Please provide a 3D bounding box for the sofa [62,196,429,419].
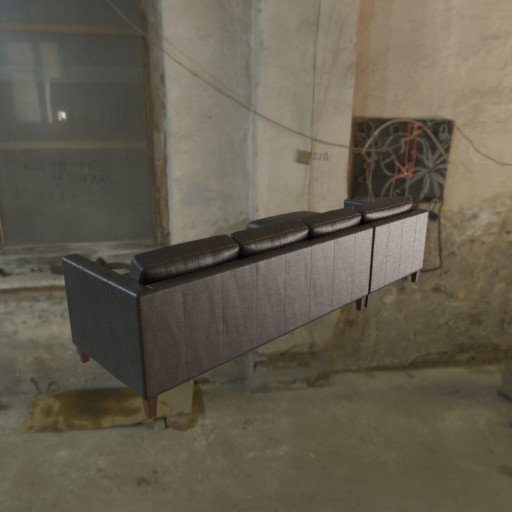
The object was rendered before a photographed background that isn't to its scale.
[{"bbox_3d":[0.000,0.000,3.870,3.203,0.883,1.581,-16,23,-42],"label":"sofa"}]
